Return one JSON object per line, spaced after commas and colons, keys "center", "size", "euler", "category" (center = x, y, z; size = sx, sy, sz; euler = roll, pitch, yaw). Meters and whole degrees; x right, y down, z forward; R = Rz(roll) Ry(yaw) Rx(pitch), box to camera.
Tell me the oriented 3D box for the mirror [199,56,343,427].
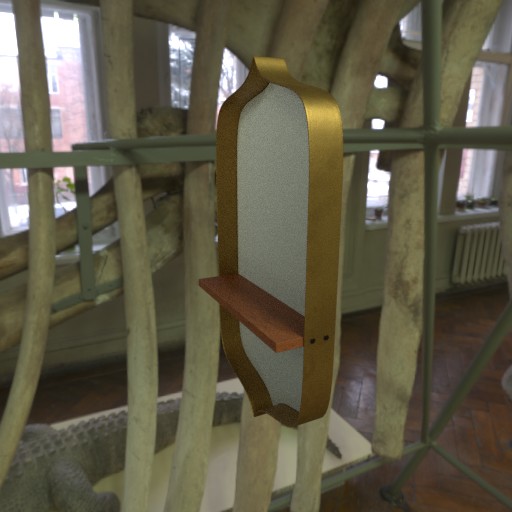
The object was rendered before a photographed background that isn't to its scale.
{"center": [0.000, 0.000, 0.736], "size": [0.096, 0.613, 0.323], "euler": [-7, 17, -26], "category": "mirror"}
